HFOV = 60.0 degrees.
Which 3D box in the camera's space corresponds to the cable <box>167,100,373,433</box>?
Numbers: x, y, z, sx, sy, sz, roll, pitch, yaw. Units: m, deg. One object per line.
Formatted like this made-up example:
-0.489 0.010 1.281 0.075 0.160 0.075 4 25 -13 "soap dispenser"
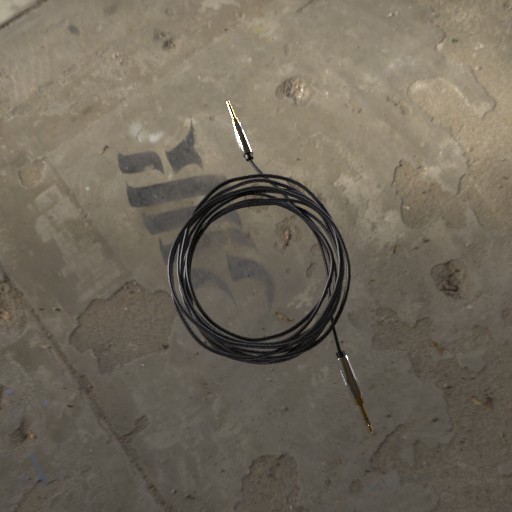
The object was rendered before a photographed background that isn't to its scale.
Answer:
0.000 0.000 0.492 0.198 0.069 0.432 -19 75 -5 "cable"
